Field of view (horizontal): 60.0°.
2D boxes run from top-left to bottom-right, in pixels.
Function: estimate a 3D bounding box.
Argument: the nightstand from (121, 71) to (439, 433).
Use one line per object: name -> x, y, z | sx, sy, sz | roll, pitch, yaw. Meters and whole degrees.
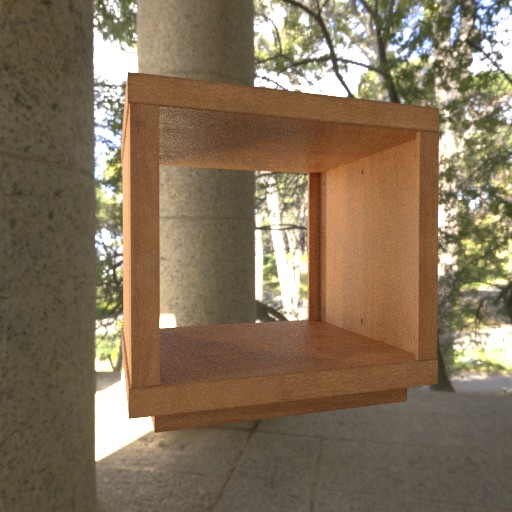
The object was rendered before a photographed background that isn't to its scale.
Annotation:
nightstand -> 0.000, 0.000, 0.860 | 0.493, 0.491, 0.436 | 0, 1, -18
